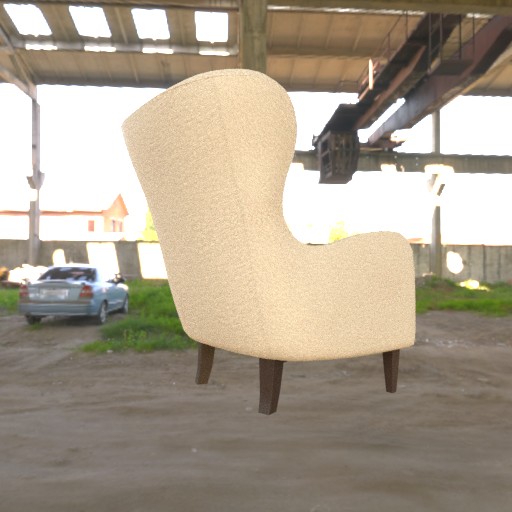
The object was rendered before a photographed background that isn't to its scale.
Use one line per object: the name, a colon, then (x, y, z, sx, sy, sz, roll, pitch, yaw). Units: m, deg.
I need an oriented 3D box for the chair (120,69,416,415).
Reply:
chair: (0.000, 0.000, 1.761, 0.984, 1.064, 0.861, 1, -1, -36)
